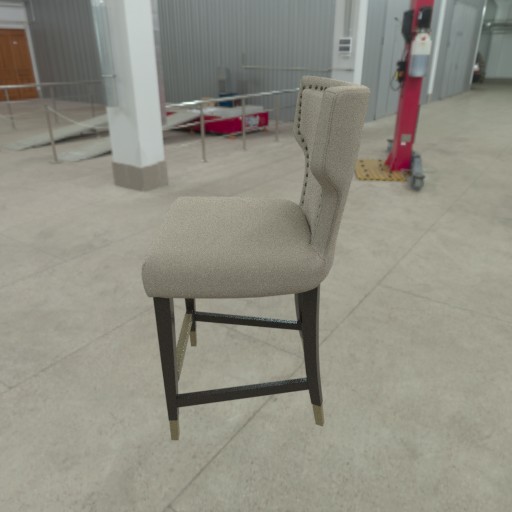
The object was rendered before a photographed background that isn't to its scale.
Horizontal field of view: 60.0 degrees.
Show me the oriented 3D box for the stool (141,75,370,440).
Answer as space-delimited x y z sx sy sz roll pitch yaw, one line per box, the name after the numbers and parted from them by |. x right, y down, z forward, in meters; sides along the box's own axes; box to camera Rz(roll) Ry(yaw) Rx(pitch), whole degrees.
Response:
0.000 0.000 1.330 0.563 0.982 0.527 0 25 0 | stool
